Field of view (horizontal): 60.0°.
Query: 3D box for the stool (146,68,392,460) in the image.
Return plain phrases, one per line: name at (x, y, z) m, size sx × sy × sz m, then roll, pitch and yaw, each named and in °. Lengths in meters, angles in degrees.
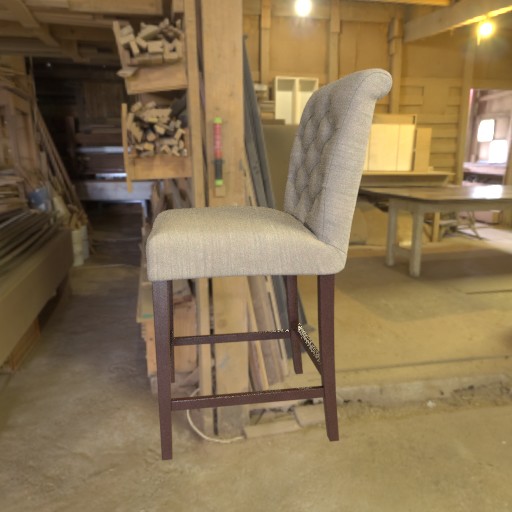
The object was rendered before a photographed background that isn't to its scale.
stool at (0.000, 0.000, 1.427) m, size 0.660 × 1.084 × 0.486 m, roll -2°, pitch 14°, yaw -9°
